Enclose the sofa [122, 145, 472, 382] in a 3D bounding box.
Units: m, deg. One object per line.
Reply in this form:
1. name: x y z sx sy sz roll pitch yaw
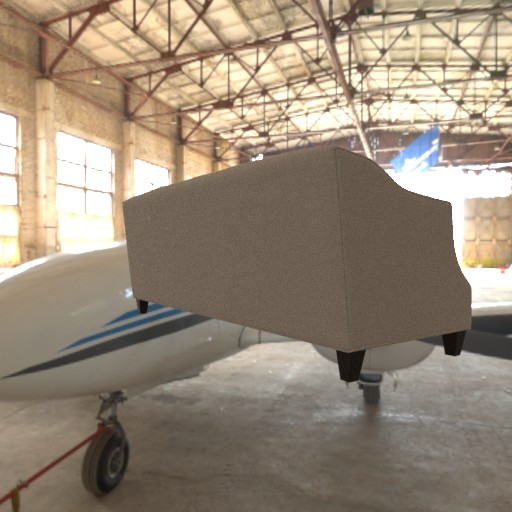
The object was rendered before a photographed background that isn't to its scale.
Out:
1. sofa: 0.000 0.000 2.705 0.914 0.901 2.235 -1 1 -35
